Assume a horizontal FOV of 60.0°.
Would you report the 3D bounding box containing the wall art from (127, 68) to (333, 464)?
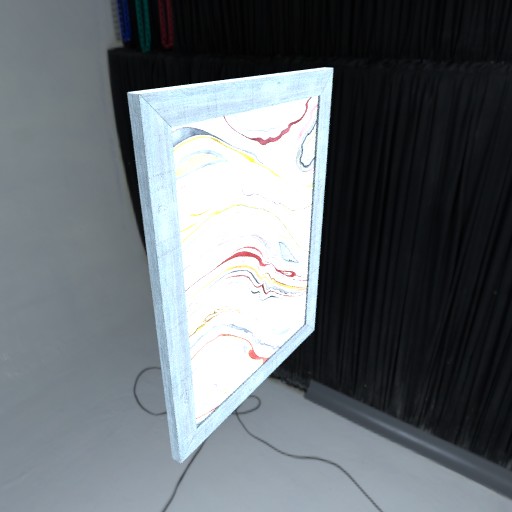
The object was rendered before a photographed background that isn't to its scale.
[{"bbox_3d":[0.000,0.000,0.817,0.020,0.613,0.481,18,32,31],"label":"wall art"}]
